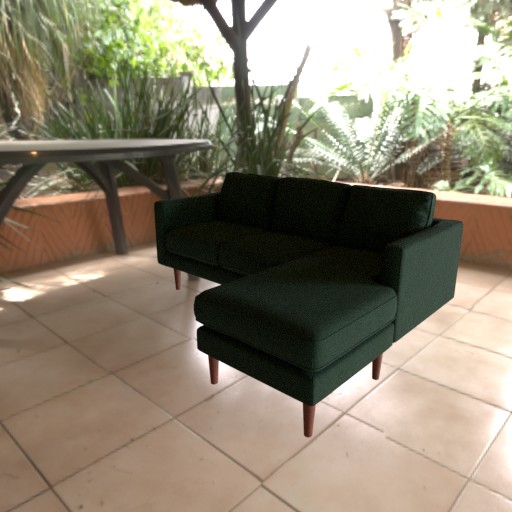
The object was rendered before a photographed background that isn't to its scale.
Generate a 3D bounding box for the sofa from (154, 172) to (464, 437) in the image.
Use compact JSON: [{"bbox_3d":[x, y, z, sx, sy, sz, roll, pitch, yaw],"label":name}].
[{"bbox_3d":[0.000,0.000,2.860,2.030,0.899,1.580,15,22,40],"label":"sofa"}]
